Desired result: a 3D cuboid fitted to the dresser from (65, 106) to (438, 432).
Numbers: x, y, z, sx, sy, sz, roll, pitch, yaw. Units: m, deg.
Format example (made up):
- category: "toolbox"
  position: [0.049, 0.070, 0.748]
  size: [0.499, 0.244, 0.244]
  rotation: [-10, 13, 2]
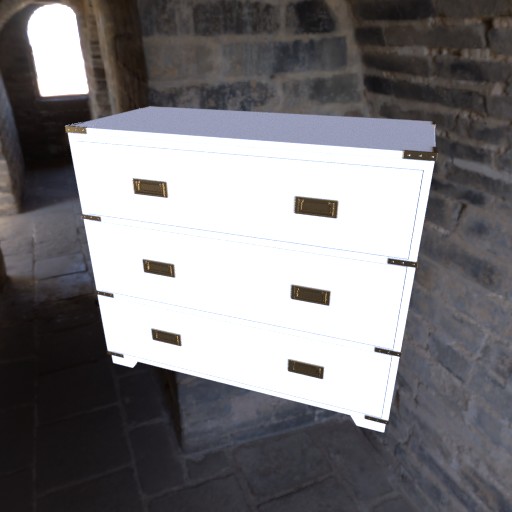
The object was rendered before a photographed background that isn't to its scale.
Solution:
- category: "dresser"
  position: [0.000, 0.000, 1.532]
  size: [1.022, 0.891, 0.460]
  rotation: [9, 28, 17]
